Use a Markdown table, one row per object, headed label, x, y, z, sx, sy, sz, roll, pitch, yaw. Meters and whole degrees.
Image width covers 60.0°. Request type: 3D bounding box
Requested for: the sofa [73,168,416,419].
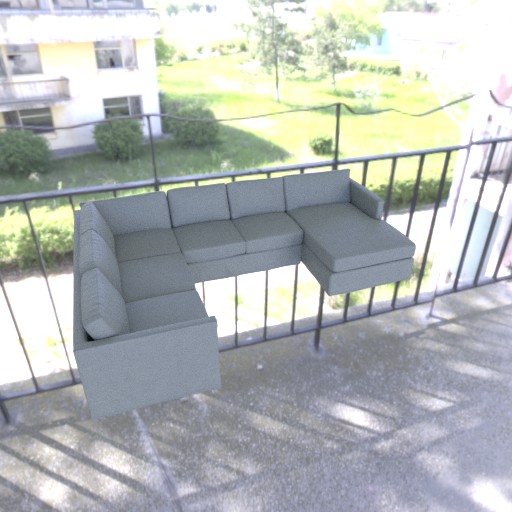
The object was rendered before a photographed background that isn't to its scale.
| label | x | y | z | sx | sy | sz | roll | pitch | yaw |
| --- | --- | --- | --- | --- | --- | --- | --- | --- | --- |
| sofa | 0.000 | 0.000 | 4.569 | 3.460 | 0.882 | 2.427 | -10 | 32 | -17 |
